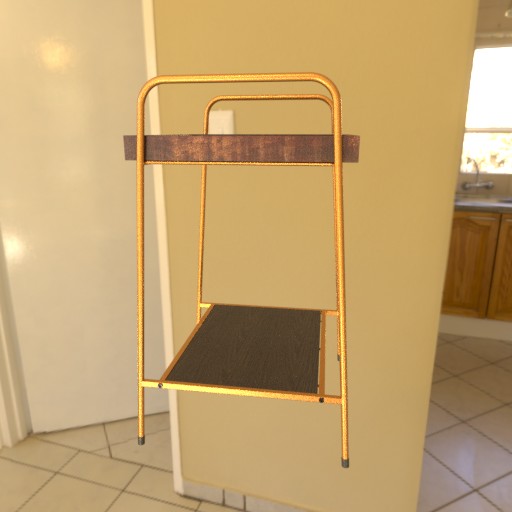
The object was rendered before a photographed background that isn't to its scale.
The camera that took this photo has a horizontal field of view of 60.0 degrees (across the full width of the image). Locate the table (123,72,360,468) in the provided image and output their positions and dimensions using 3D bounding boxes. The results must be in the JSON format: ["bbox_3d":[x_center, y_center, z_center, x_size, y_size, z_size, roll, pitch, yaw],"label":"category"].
[{"bbox_3d":[0.000,0.000,0.990,0.430,0.710,0.430,2,16,9],"label":"table"}]
